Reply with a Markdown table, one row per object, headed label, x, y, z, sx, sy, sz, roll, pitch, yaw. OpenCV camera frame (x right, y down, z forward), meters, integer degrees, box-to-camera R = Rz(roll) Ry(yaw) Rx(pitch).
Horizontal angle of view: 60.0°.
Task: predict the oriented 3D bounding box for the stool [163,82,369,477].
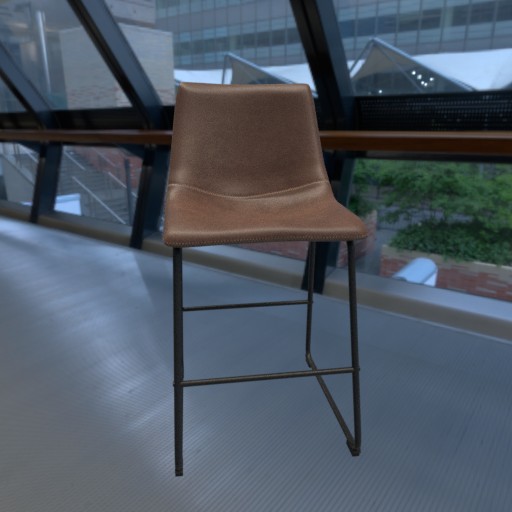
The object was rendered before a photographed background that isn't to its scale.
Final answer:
| label | x | y | z | sx | sy | sz | roll | pitch | yaw |
| --- | --- | --- | --- | --- | --- | --- | --- | --- | --- |
| stool | 0.000 | 0.000 | 1.174 | 0.460 | 0.890 | 0.550 | -3 | 18 | -8 |
